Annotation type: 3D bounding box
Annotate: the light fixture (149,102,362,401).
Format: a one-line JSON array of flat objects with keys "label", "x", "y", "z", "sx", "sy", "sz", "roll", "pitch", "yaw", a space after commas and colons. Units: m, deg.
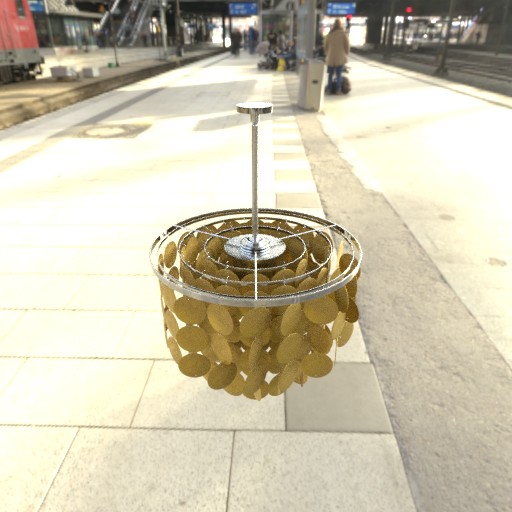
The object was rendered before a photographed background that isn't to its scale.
[{"label": "light fixture", "x": 0.000, "y": 0.000, "z": 0.758, "sx": 0.368, "sy": 0.492, "sz": 0.368, "roll": 0, "pitch": 27, "yaw": 0}]
